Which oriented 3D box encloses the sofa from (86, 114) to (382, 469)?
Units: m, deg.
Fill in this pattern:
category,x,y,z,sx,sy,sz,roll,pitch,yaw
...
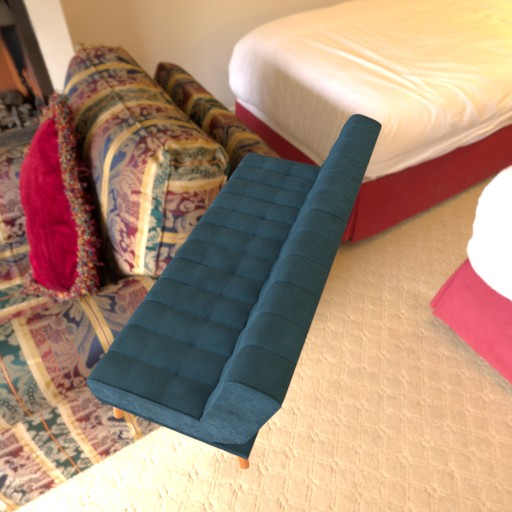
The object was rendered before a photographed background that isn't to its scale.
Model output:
category,x,y,z,sx,sy,sz,roll,pitch,yaw
sofa,0.000,0.000,2.306,0.855,0.813,1.804,15,48,14
